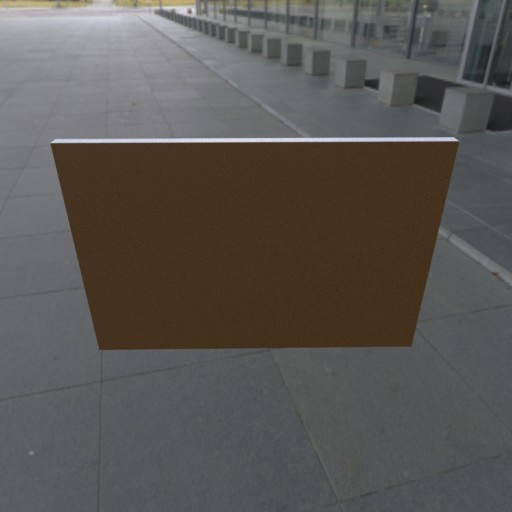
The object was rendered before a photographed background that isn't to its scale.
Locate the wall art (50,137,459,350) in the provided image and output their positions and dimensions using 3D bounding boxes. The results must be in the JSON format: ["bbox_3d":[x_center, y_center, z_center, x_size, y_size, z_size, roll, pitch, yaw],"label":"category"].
[{"bbox_3d":[0.000,0.000,1.449,1.145,0.762,0.041,0,30,-1],"label":"wall art"}]
